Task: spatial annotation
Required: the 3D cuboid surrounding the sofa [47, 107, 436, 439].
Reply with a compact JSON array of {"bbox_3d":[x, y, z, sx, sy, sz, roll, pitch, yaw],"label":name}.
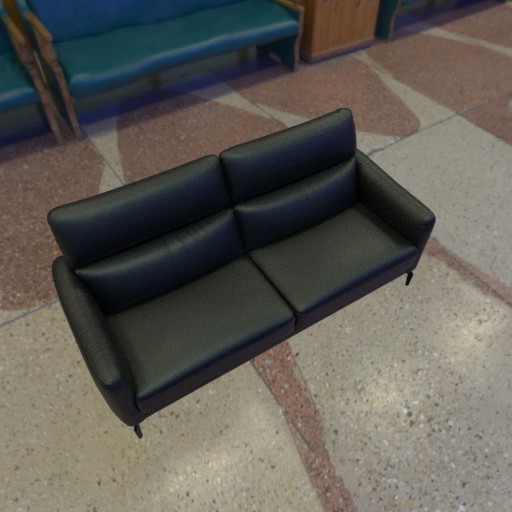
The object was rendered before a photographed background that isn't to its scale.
[{"bbox_3d":[0.000,0.000,2.522,2.069,0.957,0.856,-25,52,-21],"label":"sofa"}]
